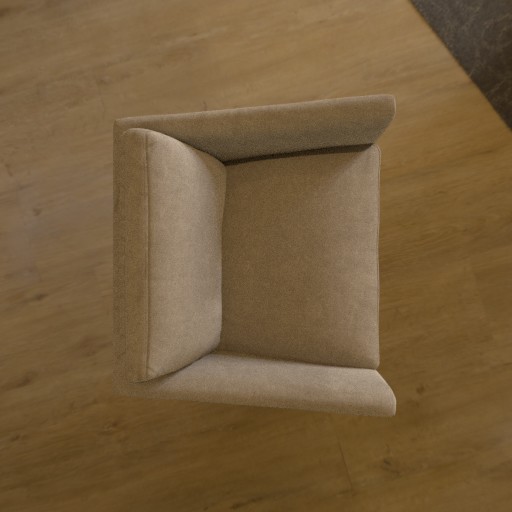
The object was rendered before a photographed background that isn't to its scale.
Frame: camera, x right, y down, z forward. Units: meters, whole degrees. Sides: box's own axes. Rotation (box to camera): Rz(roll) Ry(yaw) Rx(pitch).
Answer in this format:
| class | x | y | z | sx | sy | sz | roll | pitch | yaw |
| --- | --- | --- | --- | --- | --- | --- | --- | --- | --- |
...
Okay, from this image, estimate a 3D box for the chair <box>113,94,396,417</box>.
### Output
| class | x | y | z | sx | sy | sz | roll | pitch | yaw |
| --- | --- | --- | --- | --- | --- | --- | --- | --- | --- |
| chair | 0.000 | 0.000 | 1.881 | 1.091 | 0.845 | 1.190 | 0 | 90 | 1 |
